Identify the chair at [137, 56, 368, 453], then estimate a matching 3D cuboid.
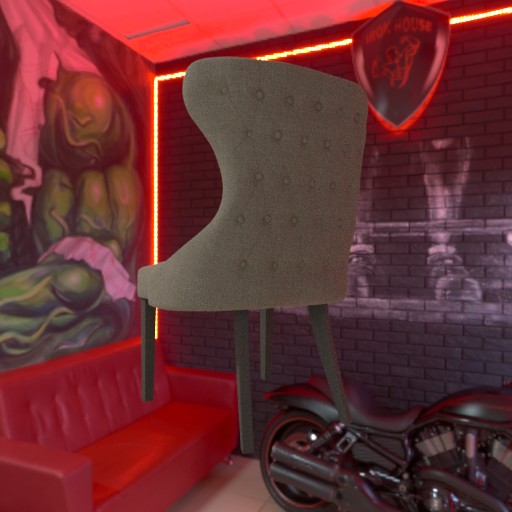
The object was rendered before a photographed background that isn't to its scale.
[{"bbox_3d":[0.000,0.000,1.379,0.628,0.967,0.635,0,0,-34],"label":"chair"}]
